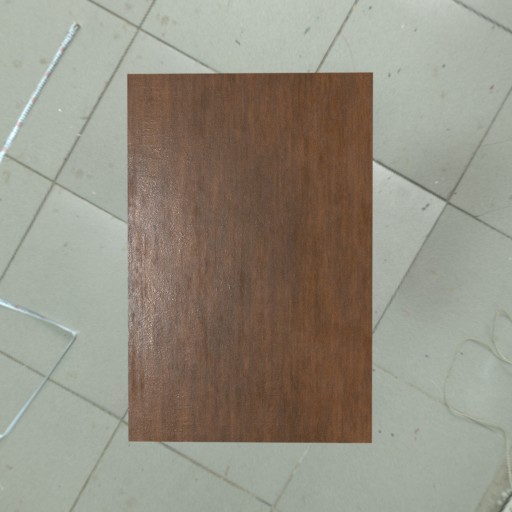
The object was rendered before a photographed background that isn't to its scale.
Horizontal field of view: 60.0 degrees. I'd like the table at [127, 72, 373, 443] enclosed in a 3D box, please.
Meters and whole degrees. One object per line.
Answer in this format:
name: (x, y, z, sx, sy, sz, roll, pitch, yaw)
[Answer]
table: (0.000, 0.000, 0.834, 0.307, 0.580, 0.454, 0, 91, 1)
